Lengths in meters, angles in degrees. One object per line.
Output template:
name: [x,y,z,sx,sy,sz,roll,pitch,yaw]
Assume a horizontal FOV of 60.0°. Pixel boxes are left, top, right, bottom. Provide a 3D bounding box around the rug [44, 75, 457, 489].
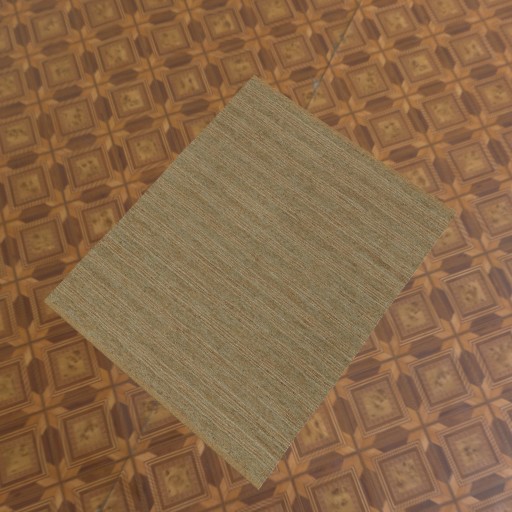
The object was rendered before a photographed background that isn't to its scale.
rug: [0.000,0.000,4.086,2.471,0.012,3.034,37,78,10]
